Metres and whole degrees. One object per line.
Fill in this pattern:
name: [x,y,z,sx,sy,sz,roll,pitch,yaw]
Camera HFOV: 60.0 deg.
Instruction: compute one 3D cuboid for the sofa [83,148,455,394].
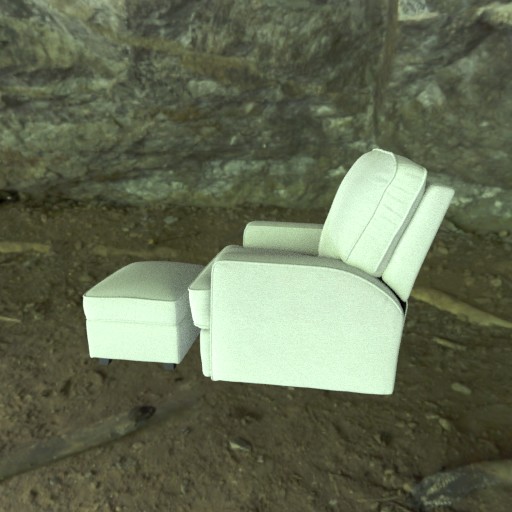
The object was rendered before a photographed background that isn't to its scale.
sofa: [0.000,0.000,2.040,1.472,0.959,0.861,2,15,8]
